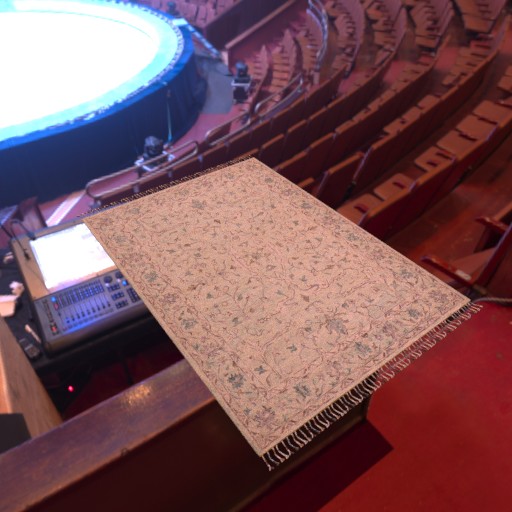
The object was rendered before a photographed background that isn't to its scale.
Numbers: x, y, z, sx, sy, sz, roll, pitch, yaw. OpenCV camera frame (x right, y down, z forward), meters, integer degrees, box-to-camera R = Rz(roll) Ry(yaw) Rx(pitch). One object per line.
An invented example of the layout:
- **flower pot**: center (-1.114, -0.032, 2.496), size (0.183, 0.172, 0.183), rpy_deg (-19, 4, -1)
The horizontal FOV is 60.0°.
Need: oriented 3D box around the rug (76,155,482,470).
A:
- **rug**: center (0.000, 0.000, 2.280), size (1.247, 0.008, 1.802), rpy_deg (-26, 47, -27)
